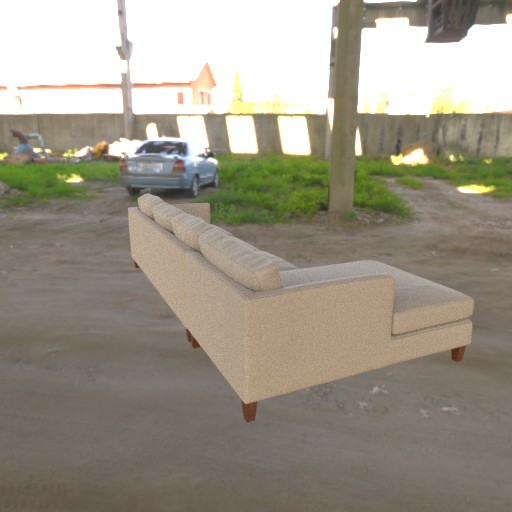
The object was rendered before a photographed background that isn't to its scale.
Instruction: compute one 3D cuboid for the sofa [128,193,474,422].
[{"bbox_3d":[0.000,0.000,3.862,1.625,0.846,3.186,-7,16,-24],"label":"sofa"}]
